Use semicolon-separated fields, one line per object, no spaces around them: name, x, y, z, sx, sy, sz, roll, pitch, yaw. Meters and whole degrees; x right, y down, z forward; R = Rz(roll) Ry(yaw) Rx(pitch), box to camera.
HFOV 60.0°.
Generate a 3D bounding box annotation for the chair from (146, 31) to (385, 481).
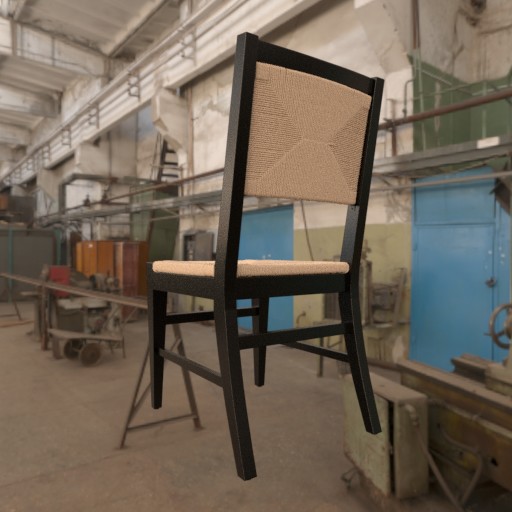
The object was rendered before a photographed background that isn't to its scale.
chair;0.000;0.000;1.246;0.437;0.927;0.552;0;1;-35
